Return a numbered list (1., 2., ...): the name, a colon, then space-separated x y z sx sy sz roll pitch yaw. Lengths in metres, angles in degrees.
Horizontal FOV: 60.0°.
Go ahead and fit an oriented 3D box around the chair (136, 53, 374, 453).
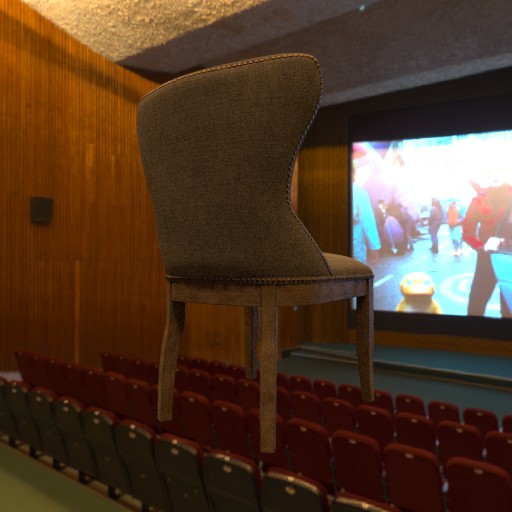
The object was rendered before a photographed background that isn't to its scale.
1. chair: 0.000 0.000 1.427 0.654 1.002 0.681 0 -1 35
